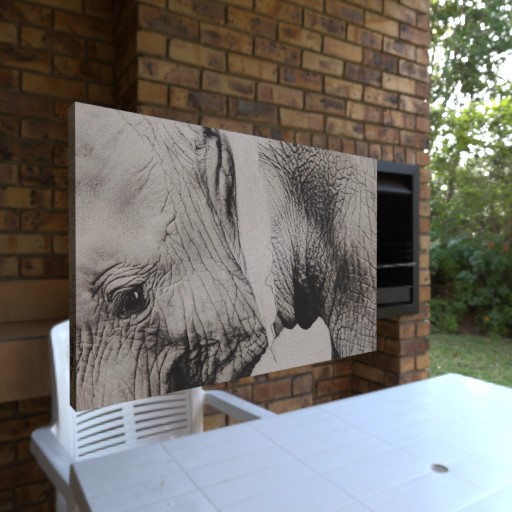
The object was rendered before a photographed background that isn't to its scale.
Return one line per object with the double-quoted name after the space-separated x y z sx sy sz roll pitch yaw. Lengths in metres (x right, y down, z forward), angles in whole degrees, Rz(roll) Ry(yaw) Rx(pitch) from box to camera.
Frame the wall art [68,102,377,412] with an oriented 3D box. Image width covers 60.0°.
0.000 0.000 0.776 0.613 0.407 0.035 0 1 -36 "wall art"
